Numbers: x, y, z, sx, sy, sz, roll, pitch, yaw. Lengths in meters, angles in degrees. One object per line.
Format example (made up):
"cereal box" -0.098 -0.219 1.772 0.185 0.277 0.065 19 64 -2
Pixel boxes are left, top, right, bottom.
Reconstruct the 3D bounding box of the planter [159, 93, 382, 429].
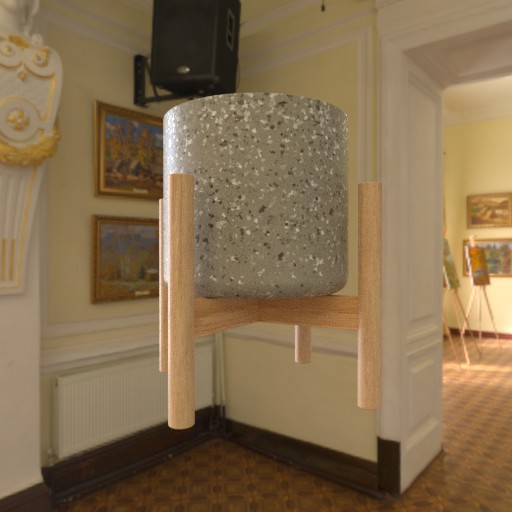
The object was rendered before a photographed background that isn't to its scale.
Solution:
"planter" 0.000 0.000 0.544 0.284 0.320 0.284 0 1 -37
